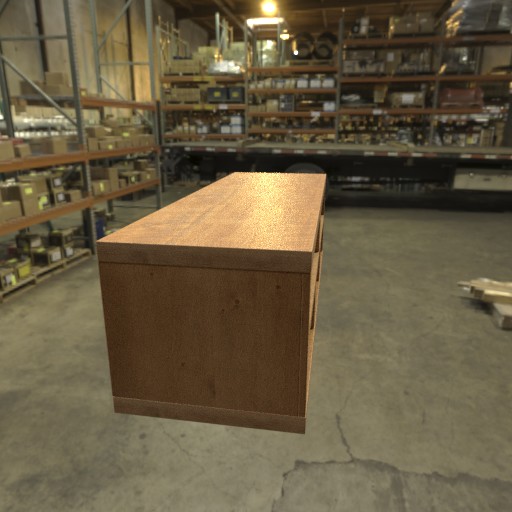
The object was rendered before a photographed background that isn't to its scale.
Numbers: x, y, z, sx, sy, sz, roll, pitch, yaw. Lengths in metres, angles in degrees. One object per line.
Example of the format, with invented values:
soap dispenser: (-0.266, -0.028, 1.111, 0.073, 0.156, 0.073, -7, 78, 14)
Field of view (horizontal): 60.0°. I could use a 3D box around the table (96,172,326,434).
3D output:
table: (0.000, 0.000, 1.761, 0.499, 0.491, 1.499, 3, 17, 9)
